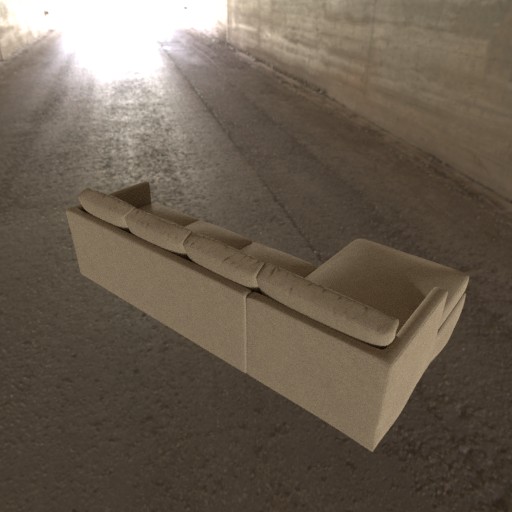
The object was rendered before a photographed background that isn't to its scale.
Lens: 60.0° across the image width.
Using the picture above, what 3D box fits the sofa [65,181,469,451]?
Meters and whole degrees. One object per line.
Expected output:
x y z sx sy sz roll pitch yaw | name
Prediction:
0.000 0.000 3.877 3.198 0.920 1.638 22 37 33 | sofa
